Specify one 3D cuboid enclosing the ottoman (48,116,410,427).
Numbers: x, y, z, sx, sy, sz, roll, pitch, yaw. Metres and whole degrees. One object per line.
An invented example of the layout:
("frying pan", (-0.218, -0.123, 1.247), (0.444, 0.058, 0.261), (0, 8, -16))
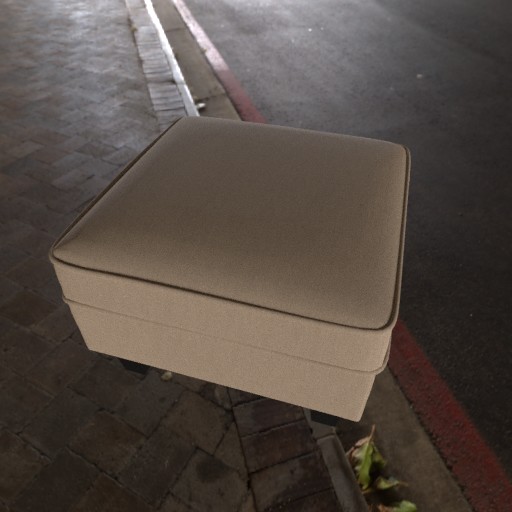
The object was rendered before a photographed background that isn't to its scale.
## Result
("ottoman", (0.000, 0.000, 1.030), (0.613, 0.438, 0.616), (11, 43, 12))
